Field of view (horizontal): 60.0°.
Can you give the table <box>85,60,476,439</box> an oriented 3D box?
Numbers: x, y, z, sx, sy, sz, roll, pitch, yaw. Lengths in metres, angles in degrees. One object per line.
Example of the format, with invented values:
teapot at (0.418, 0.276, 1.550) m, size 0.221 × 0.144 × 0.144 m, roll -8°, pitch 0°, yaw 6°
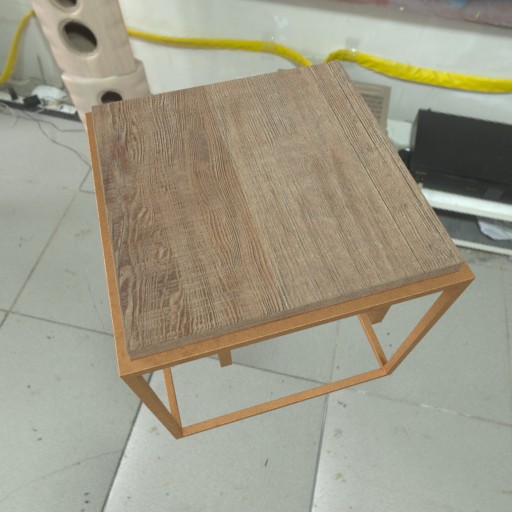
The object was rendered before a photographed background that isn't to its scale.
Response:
table at (0.000, 0.000, 1.078) m, size 0.599 × 0.584 × 0.599 m, roll -14°, pitch 59°, yaw -8°
